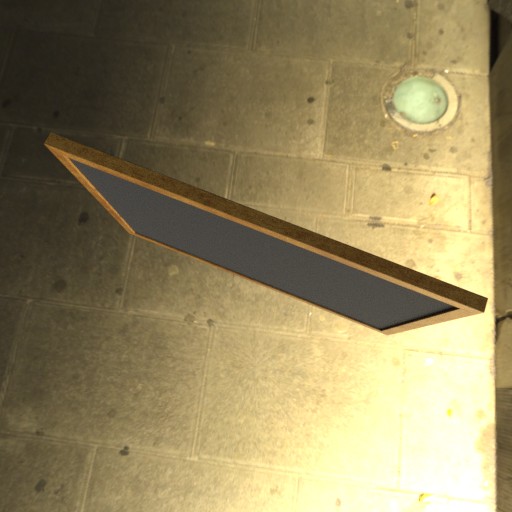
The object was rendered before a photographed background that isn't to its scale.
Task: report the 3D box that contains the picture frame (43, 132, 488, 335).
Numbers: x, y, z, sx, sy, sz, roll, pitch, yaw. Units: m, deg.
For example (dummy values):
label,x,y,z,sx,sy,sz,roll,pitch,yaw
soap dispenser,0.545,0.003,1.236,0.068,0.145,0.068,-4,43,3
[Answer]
label,x,y,z,sx,sy,sz,roll,pitch,yaw
picture frame,0.000,0.000,1.166,0.922,0.621,0.029,21,77,5
